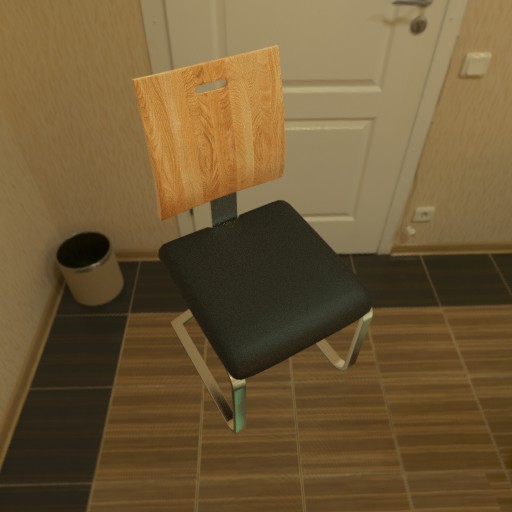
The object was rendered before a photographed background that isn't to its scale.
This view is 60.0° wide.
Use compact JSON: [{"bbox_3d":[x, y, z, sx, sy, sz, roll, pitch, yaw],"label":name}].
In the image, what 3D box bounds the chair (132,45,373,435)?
[{"bbox_3d":[0.000,0.000,1.247,0.462,0.936,0.560,-23,50,-21],"label":"chair"}]
